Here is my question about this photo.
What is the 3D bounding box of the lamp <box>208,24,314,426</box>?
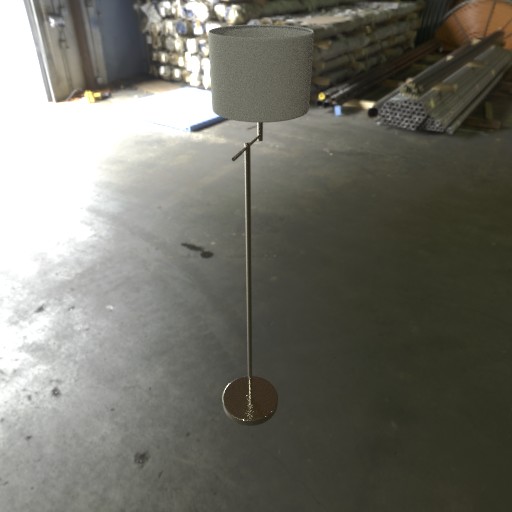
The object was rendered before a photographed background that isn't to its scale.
[{"bbox_3d":[0.000,0.000,1.764,0.324,1.600,0.416,11,35,16],"label":"lamp"}]
